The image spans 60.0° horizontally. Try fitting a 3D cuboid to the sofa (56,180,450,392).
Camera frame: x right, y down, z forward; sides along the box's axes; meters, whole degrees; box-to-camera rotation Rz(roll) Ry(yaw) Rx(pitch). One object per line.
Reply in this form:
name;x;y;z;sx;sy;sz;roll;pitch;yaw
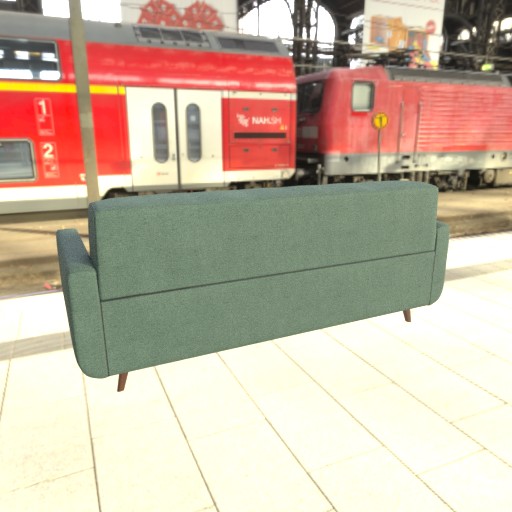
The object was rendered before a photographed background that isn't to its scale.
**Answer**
sofa;0.000;0.000;2.517;2.029;0.841;0.909;-7;17;-25
